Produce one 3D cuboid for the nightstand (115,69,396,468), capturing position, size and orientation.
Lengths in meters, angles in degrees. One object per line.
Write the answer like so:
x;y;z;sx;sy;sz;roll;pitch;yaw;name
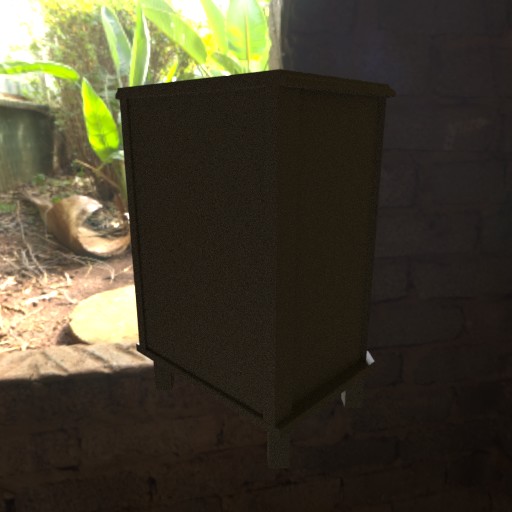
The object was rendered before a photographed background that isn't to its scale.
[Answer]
0.000;0.000;0.952;0.450;0.680;0.350;15;22;42;nightstand
